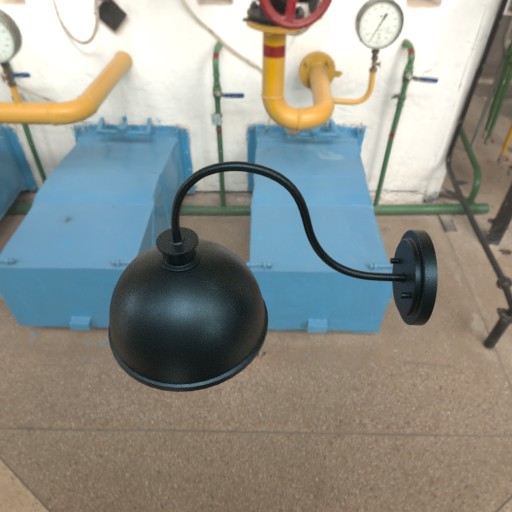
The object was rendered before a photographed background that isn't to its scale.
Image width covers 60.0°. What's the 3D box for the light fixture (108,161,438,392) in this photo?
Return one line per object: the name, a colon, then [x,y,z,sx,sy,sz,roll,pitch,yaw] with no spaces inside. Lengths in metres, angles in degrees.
light fixture: [0.000,0.000,0.616,0.467,0.295,0.253,1,42,1]
